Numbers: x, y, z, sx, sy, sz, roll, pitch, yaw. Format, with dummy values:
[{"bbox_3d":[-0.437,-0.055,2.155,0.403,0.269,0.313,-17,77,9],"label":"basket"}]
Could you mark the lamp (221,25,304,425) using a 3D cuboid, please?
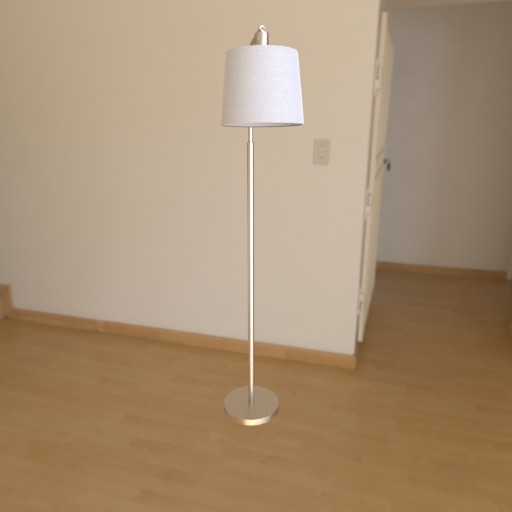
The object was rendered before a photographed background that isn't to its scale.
[{"bbox_3d":[0.000,0.000,1.617,0.254,1.478,0.508,-3,17,-9],"label":"lamp"}]
